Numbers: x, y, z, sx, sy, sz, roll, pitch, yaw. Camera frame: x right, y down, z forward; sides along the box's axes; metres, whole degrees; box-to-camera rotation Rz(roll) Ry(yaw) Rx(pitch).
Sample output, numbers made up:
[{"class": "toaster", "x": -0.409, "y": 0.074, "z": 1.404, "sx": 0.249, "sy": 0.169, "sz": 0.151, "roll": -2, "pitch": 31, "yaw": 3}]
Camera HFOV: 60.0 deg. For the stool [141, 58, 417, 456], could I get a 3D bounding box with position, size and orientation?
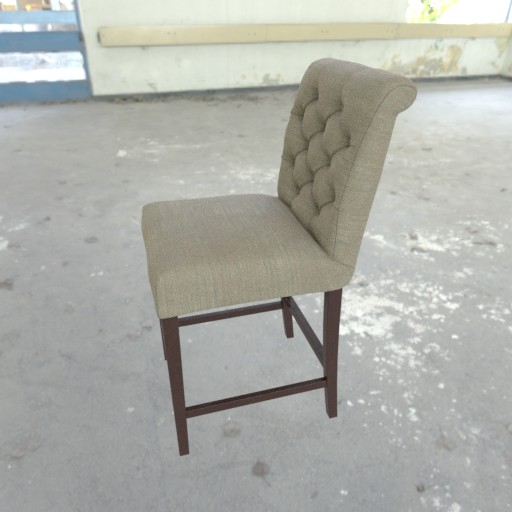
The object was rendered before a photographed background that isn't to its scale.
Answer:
[{"class": "stool", "x": 0.000, "y": 0.000, "z": 1.377, "sx": 0.660, "sy": 1.084, "sz": 0.486, "roll": -8, "pitch": 31, "yaw": -14}]
